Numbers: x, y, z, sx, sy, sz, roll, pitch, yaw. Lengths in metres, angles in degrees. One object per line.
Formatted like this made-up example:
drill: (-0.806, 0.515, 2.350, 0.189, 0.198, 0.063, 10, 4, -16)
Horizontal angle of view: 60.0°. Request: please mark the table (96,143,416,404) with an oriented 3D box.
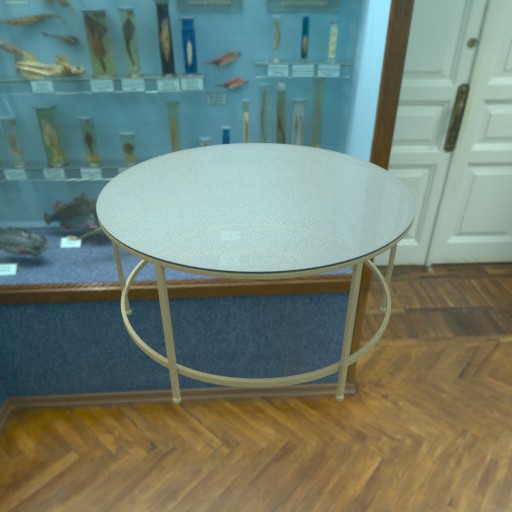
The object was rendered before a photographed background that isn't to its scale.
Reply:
table: (0.000, 0.000, 1.439, 0.914, 0.470, 0.914, 0, 31, 0)
